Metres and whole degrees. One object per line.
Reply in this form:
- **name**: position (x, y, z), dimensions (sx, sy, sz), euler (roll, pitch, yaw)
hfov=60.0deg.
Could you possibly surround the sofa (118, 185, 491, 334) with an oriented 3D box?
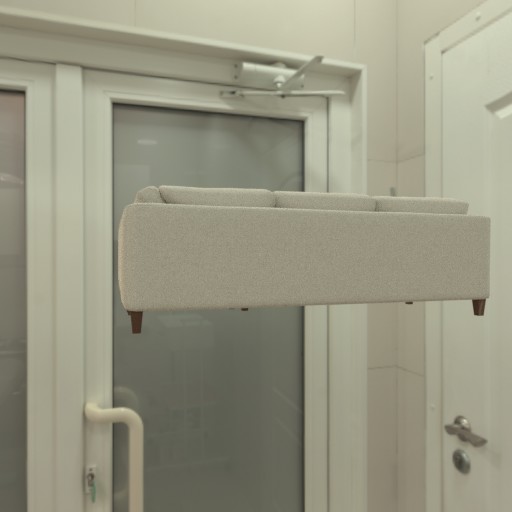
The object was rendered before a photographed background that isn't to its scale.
- **sofa**: position (0.000, 0.000, 4.295), dimensions (2.551, 0.853, 3.238), euler (0, 0, -18)
